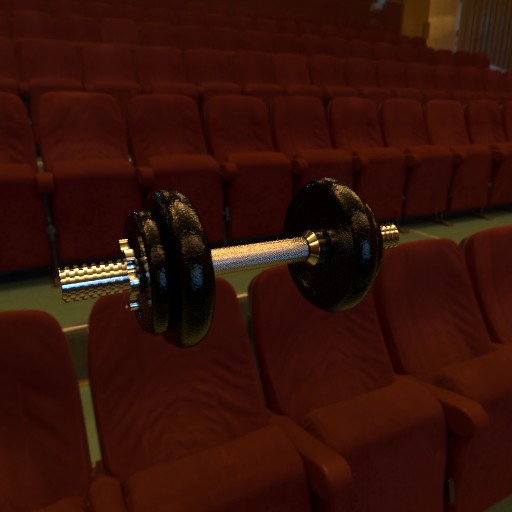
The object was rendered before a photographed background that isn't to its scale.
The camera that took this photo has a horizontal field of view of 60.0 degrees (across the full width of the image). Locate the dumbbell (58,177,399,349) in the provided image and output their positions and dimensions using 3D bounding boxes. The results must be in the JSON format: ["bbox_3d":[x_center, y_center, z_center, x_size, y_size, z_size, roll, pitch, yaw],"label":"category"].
[{"bbox_3d":[0.000,0.000,0.609,0.497,0.202,0.202,-9,19,-26],"label":"dumbbell"}]
